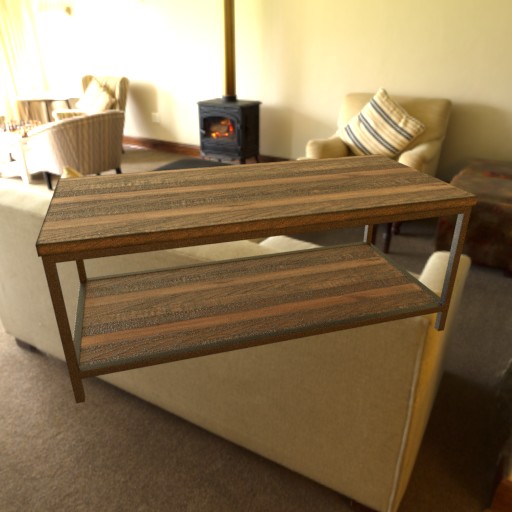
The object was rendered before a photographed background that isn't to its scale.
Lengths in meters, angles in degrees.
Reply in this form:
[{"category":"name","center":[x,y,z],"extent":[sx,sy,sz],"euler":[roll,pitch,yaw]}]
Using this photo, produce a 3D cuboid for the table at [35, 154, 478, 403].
[{"category":"table","center":[0.000,0.000,1.231],"extent":[0.990,0.399,0.452],"euler":[-8,27,-15]}]
